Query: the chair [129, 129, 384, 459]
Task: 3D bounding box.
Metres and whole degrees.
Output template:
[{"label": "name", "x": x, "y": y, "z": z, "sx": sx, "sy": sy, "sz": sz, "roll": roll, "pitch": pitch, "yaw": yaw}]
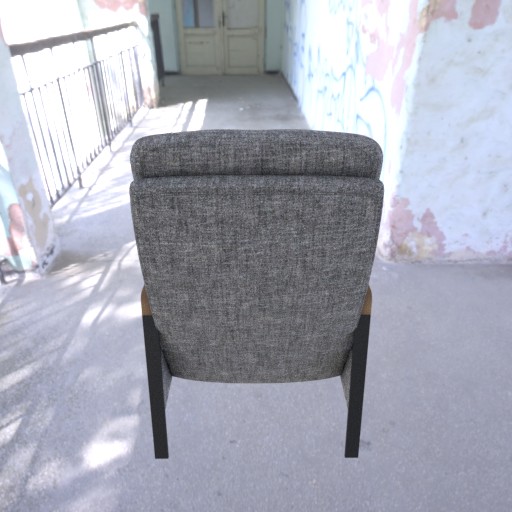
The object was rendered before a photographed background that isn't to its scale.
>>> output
[{"label": "chair", "x": 0.000, "y": 0.000, "z": 1.571, "sx": 0.671, "sy": 1.042, "sz": 0.868, "roll": 0, "pitch": 31, "yaw": 0}]
